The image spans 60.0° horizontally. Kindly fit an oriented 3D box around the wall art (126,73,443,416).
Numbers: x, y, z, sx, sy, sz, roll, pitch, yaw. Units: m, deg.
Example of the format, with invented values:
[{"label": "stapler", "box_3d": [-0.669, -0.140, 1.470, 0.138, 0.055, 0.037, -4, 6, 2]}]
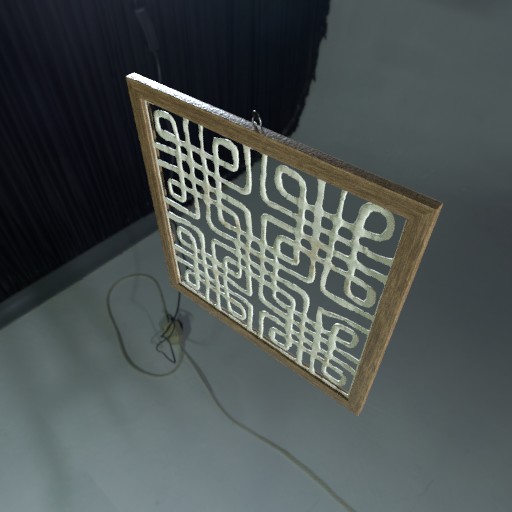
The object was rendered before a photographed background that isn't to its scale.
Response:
[{"label": "wall art", "box_3d": [0.000, 0.000, 0.839, 0.561, 0.582, 0.021, 30, 53, 26]}]
